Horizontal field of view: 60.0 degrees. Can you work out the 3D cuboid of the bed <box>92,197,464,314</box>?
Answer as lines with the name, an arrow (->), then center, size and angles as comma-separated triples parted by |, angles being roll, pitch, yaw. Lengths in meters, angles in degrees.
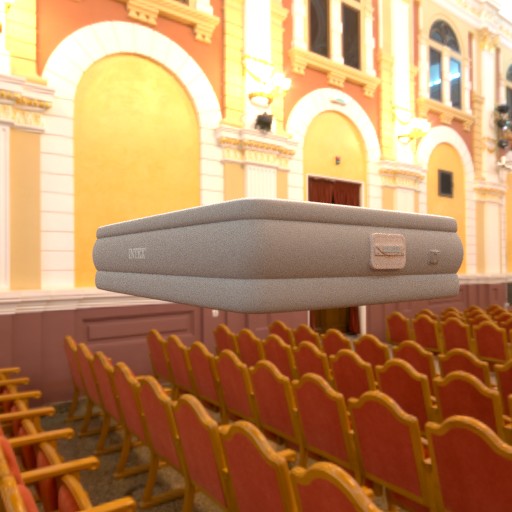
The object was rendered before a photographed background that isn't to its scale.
bed -> 0.000, 0.000, 2.773 | 1.520, 0.460, 2.036 | 0, -1, -36
